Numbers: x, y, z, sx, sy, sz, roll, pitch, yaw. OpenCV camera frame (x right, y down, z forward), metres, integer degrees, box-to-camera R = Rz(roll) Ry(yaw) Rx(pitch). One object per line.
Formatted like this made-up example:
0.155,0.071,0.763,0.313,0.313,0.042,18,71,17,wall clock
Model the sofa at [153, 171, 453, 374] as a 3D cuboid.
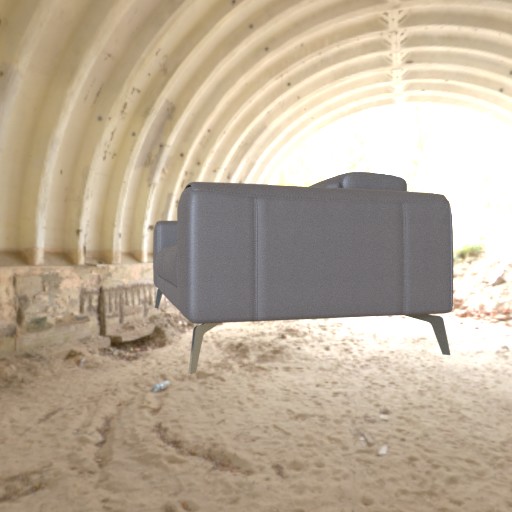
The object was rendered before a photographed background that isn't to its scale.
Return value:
0.000,0.000,2.437,1.024,0.753,1.930,0,0,-16,sofa
